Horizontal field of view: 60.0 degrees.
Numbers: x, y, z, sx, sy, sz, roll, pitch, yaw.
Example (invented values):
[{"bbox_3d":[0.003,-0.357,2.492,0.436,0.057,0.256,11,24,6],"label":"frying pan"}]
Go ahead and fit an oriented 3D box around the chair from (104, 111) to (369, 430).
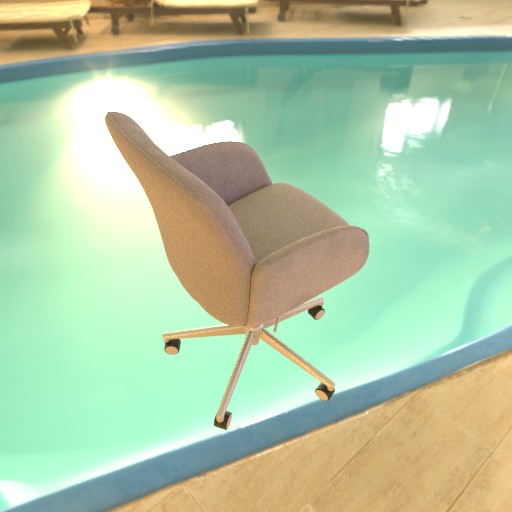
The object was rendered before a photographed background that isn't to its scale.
[{"bbox_3d":[0.000,0.000,1.365,0.654,0.959,0.648,-25,47,-25],"label":"chair"}]
